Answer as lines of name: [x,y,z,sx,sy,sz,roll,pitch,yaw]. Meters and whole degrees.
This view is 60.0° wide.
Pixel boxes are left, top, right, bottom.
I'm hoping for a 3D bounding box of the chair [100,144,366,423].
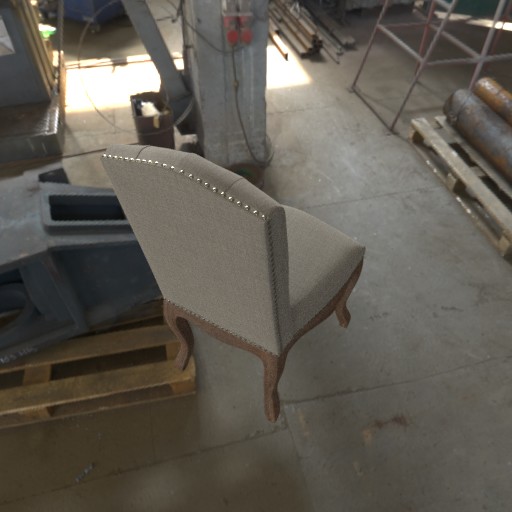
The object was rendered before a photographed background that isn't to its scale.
chair: [0.000,0.000,1.589,0.637,1.191,0.731,23,50,21]
